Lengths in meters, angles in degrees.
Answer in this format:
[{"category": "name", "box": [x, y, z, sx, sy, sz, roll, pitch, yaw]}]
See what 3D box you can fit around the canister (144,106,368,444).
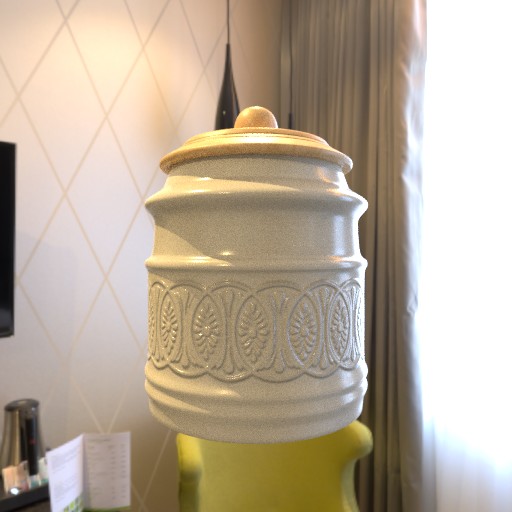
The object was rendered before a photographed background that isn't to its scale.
[{"category": "canister", "box": [0.000, 0.000, 0.265, 0.130, 0.176, 0.130, 0, 0, 0]}]
